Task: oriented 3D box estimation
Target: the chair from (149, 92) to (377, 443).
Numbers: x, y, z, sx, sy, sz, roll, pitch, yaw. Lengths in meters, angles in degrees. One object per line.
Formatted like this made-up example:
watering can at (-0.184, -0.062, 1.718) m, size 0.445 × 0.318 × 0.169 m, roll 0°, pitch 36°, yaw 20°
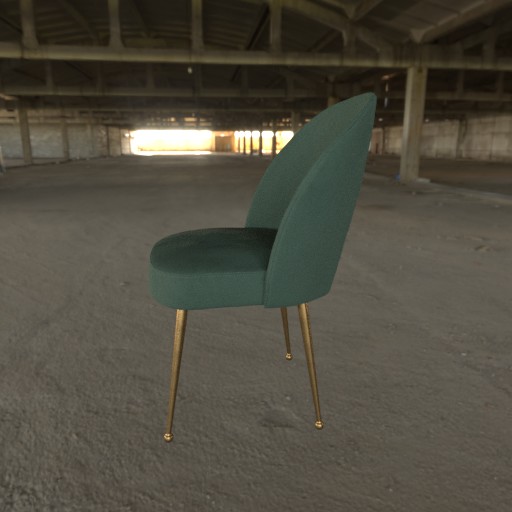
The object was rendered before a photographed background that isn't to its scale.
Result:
chair at (0.000, 0.000, 1.238) m, size 0.577 × 0.860 × 0.527 m, roll -2°, pitch 14°, yaw -7°
